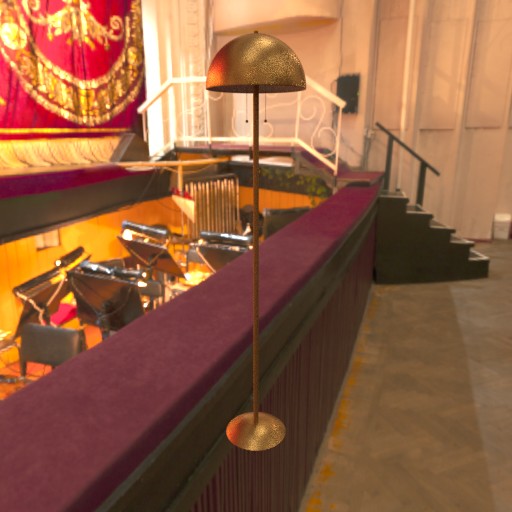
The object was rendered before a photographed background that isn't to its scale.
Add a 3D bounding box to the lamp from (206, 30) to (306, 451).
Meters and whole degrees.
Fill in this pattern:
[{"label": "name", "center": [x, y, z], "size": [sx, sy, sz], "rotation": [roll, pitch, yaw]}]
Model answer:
[{"label": "lamp", "center": [0.000, 0.000, 1.606], "size": [0.328, 1.480, 0.328], "rotation": [8, 18, 25]}]
